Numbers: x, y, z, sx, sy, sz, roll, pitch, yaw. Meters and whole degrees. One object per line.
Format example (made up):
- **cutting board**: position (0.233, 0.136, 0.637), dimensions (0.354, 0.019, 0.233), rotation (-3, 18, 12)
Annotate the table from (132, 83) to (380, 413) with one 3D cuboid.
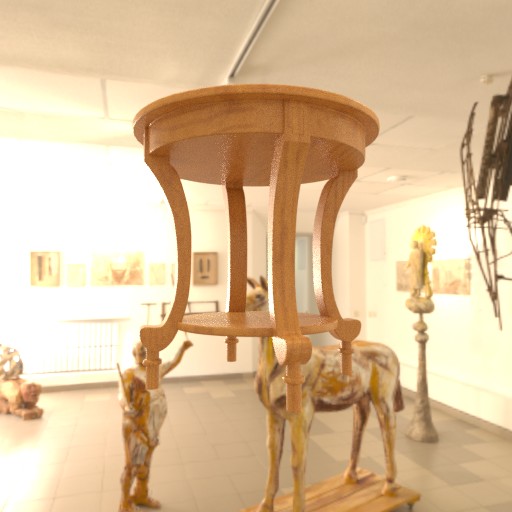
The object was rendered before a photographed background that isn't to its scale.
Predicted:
- **table**: position (0.000, 0.000, 1.099), dimensions (0.597, 0.612, 0.597), rotation (0, -2, 0)
